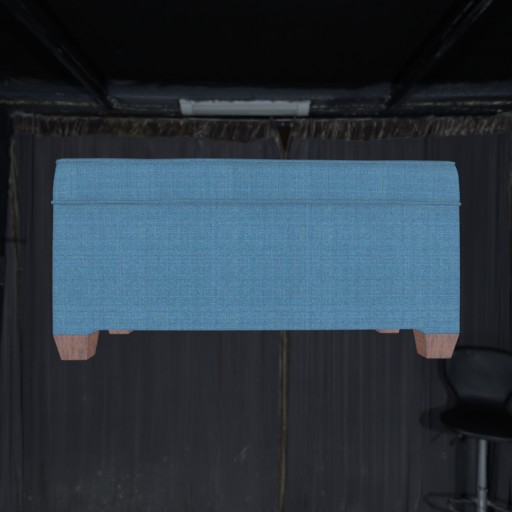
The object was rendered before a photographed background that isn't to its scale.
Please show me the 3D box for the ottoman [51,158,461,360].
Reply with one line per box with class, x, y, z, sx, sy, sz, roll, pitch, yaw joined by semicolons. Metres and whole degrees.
ottoman;0.000;0.000;1.212;0.943;0.474;0.474;0;0;-1
